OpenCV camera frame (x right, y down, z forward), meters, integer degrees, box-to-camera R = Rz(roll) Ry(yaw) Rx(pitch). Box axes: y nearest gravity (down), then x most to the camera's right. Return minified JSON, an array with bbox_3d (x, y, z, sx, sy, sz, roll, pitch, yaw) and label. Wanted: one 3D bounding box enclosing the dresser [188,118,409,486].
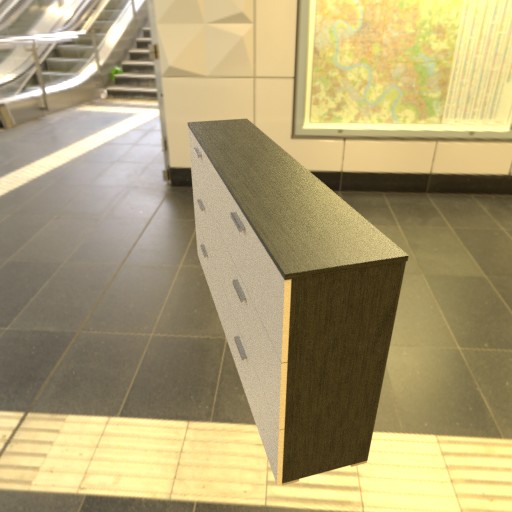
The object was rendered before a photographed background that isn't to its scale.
[{"bbox_3d":[0.000,0.000,1.870,0.333,0.790,1.535,-8,31,-14],"label":"dresser"}]
